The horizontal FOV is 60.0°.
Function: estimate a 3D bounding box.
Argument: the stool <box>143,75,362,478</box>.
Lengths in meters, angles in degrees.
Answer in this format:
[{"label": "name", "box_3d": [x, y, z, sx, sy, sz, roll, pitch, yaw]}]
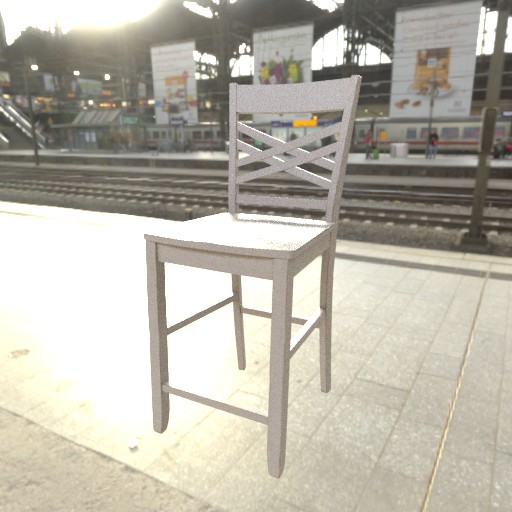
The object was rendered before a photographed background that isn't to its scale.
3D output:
[{"label": "stool", "box_3d": [0.000, 0.000, 1.377, 0.462, 1.079, 0.539, 8, 17, 27]}]
